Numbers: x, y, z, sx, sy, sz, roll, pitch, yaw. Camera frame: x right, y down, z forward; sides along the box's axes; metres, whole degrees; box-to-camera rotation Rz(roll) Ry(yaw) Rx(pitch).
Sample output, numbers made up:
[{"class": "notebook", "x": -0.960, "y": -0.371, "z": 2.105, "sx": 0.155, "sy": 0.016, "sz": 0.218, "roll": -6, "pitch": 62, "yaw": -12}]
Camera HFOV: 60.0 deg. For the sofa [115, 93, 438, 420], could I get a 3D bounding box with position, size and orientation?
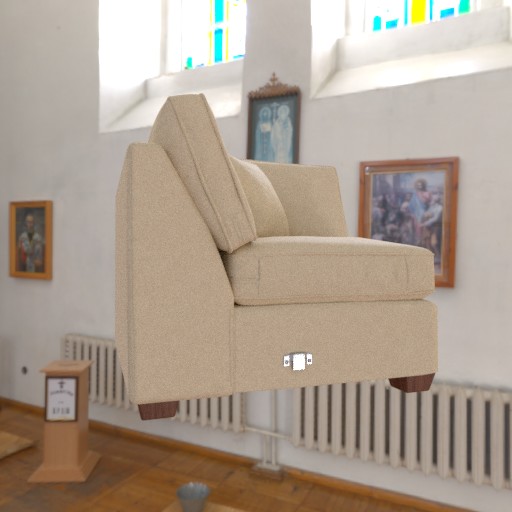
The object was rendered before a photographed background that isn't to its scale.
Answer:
[{"class": "sofa", "x": 0.000, "y": 0.000, "z": 1.938, "sx": 1.146, "sy": 1.002, "sz": 1.084, "roll": 0, "pitch": -1, "yaw": -19}]
